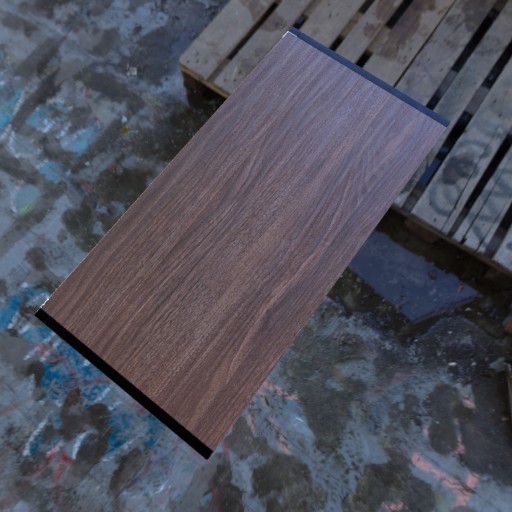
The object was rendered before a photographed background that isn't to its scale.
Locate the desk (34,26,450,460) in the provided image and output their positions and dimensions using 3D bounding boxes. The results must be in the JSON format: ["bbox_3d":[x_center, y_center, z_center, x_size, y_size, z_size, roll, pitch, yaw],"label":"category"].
[{"bbox_3d":[0.000,0.000,1.445,0.508,0.762,1.016,36,77,10],"label":"desk"}]
